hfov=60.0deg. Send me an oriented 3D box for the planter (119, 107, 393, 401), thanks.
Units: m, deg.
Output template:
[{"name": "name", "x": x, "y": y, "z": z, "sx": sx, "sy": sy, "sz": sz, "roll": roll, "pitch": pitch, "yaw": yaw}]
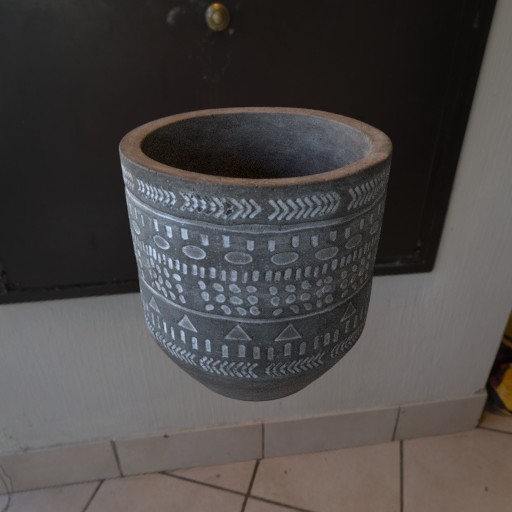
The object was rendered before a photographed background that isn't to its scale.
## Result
[{"name": "planter", "x": 0.000, "y": 0.000, "z": 0.273, "sx": 0.142, "sy": 0.149, "sz": 0.142, "roll": 0, "pitch": 31, "yaw": 0}]
